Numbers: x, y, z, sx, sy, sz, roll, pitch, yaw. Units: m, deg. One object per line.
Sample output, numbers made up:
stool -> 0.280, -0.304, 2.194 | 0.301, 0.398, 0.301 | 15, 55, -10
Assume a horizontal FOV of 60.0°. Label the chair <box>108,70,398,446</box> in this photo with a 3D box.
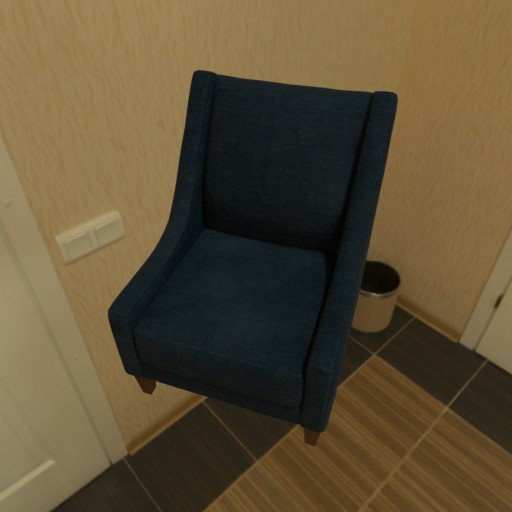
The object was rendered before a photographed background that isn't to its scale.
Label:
chair -> 0.000, 0.000, 1.625 | 0.774, 1.014, 0.870 | 12, 42, 14
